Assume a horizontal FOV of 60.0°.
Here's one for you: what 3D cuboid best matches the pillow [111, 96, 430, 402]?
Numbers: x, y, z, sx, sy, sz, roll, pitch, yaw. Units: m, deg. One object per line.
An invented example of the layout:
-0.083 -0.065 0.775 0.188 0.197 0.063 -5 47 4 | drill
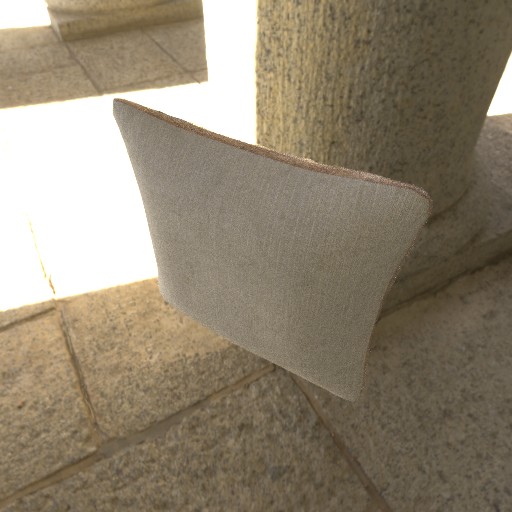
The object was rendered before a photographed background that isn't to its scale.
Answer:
0.000 0.000 0.830 0.538 0.525 0.216 23 50 22 | pillow
